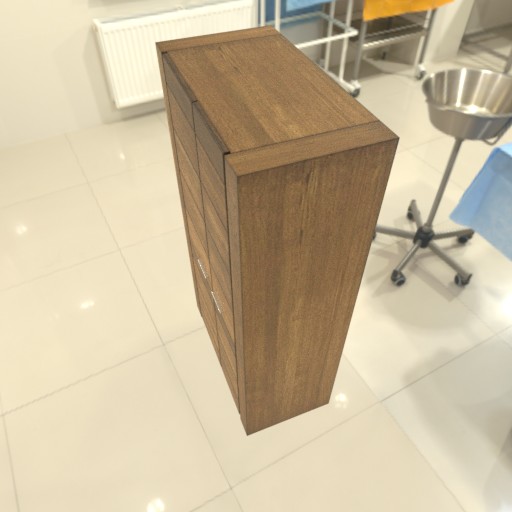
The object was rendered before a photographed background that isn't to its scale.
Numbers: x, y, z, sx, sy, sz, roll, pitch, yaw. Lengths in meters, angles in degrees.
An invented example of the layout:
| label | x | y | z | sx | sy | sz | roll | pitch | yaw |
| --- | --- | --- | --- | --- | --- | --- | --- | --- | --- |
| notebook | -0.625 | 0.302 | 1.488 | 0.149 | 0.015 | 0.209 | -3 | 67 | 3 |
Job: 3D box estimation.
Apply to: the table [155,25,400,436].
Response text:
| label | x | y | z | sx | sy | sz | roll | pitch | yaw |
| --- | --- | --- | --- | --- | --- | --- | --- | --- | --- |
| table | 0.000 | 0.000 | 2.484 | 0.600 | 2.000 | 1.100 | -16 | 49 | -15 |
